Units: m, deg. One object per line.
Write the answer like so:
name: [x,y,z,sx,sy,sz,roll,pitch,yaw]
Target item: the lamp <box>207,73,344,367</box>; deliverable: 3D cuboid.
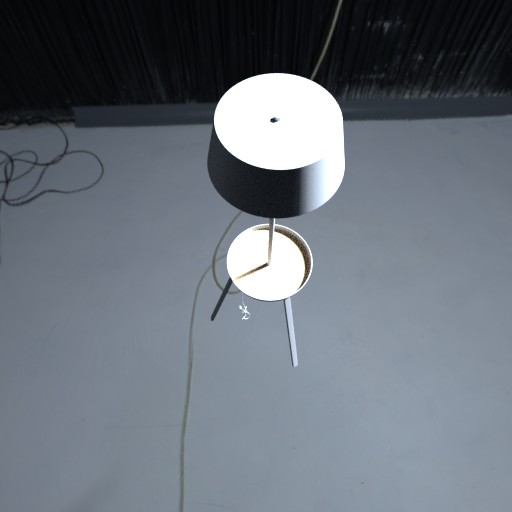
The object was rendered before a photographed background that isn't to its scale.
lamp: [0.000,0.000,1.667,0.468,1.429,0.508,-1,63,0]
